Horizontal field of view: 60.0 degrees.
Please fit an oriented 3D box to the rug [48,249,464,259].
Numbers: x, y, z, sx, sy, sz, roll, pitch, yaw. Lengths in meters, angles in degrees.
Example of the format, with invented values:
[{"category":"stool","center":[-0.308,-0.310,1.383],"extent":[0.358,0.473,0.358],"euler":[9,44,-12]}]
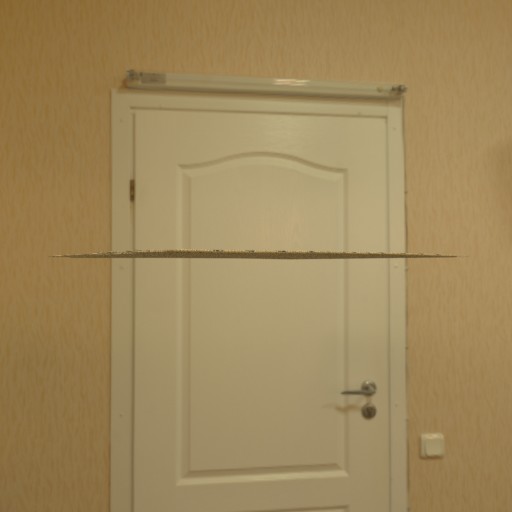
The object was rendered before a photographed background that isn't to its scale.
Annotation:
[{"category":"rug","center":[0.000,0.000,4.168],"extent":[3.213,0.030,2.388],"euler":[1,-1,-35]}]
